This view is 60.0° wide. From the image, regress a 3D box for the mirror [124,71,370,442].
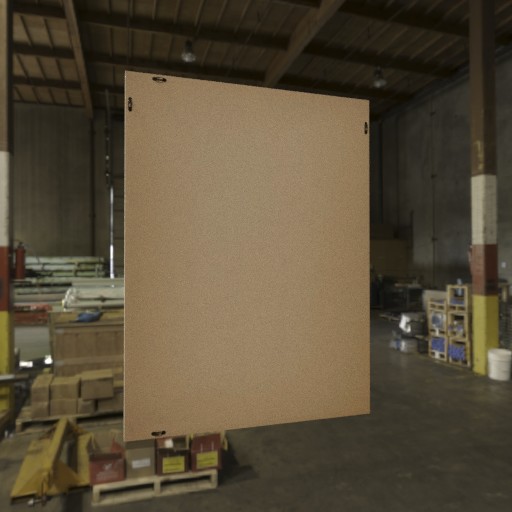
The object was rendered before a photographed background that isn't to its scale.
[{"bbox_3d":[0.000,0.000,1.341,0.762,1.016,0.040,0,-1,-17],"label":"mirror"}]
